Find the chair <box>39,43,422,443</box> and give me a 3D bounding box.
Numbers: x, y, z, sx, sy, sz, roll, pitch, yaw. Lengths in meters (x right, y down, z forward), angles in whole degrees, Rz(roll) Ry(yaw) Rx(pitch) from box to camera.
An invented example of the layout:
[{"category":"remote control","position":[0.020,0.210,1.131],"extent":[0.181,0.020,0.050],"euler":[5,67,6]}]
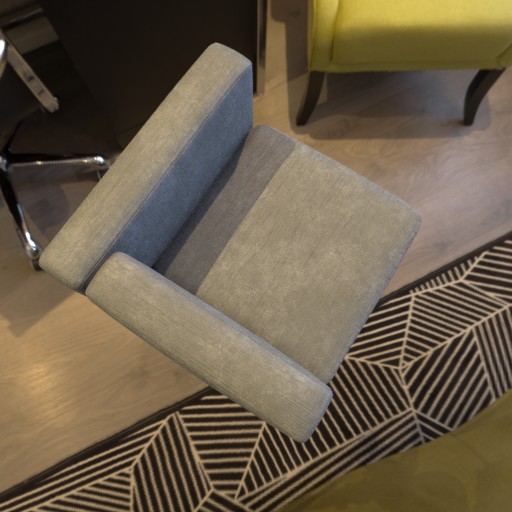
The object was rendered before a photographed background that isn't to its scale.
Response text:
[{"category":"chair","position":[0.000,0.000,1.225],"extent":[0.680,0.660,0.680],"euler":[32,77,8]}]
